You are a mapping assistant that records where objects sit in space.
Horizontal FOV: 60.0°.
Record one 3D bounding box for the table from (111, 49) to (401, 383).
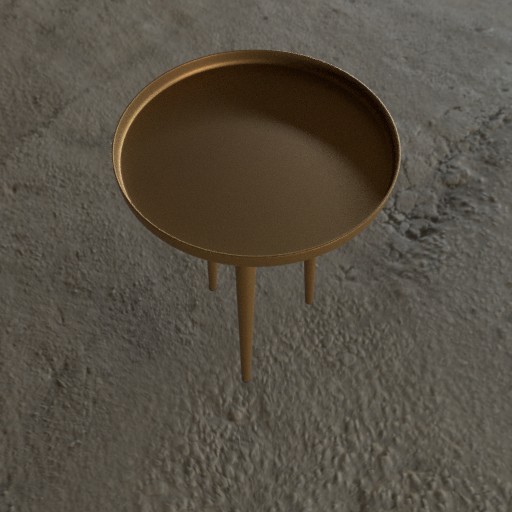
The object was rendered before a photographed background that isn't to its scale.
[{"bbox_3d":[0.000,0.000,0.668,0.299,0.480,0.299,32,64,18],"label":"table"}]
